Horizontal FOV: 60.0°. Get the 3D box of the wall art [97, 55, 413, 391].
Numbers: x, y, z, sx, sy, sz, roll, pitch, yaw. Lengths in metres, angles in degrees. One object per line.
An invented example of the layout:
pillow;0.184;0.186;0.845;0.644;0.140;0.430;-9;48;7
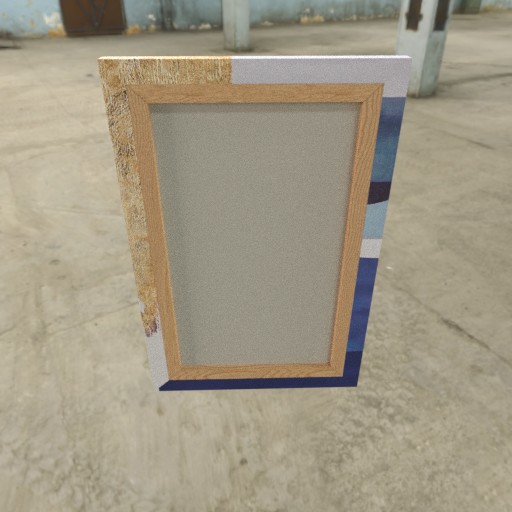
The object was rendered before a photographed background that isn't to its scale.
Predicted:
wall art;0.000;0.000;1.105;0.607;0.911;0.039;-1;31;-2
